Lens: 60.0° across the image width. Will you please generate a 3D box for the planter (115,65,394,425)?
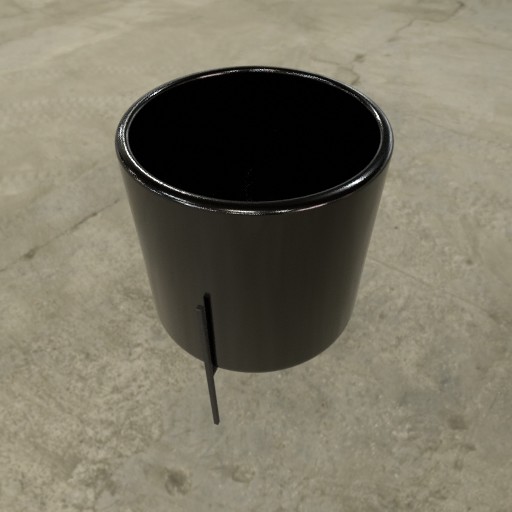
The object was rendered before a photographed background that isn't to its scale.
[{"bbox_3d":[0.000,0.000,0.641,0.310,0.432,0.310,-17,49,-16],"label":"planter"}]
